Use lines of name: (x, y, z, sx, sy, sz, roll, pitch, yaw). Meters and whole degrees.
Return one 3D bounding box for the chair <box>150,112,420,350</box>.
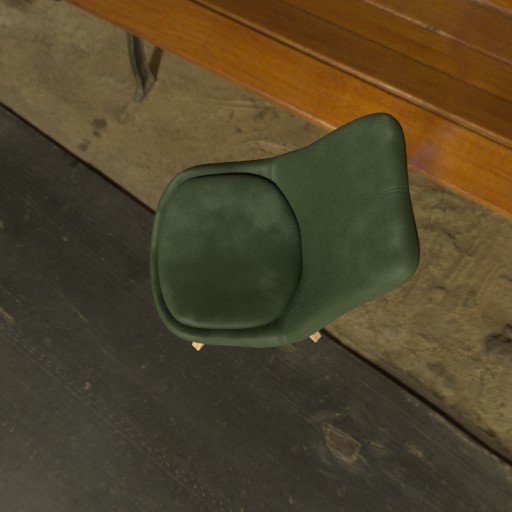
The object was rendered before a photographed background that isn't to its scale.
chair: (0.000, 0.000, 1.174, 0.547, 0.865, 0.483, -2, 76, -1)
